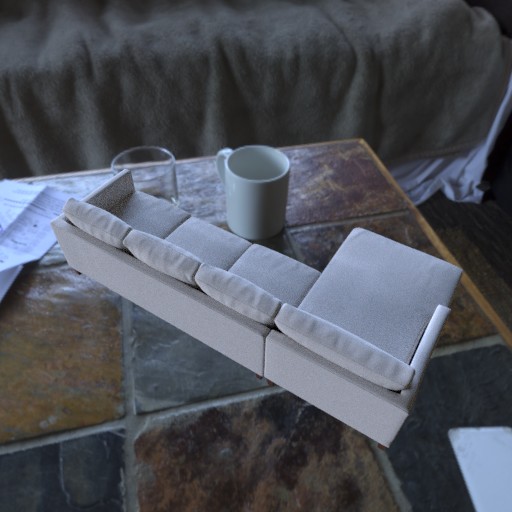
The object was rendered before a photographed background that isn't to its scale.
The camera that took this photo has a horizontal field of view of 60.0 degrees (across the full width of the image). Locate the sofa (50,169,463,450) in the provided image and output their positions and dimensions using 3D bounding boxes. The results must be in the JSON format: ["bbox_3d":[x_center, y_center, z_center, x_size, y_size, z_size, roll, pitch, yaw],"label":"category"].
[{"bbox_3d":[0.000,0.000,3.859,3.186,0.861,1.625,25,52,21],"label":"sofa"}]
